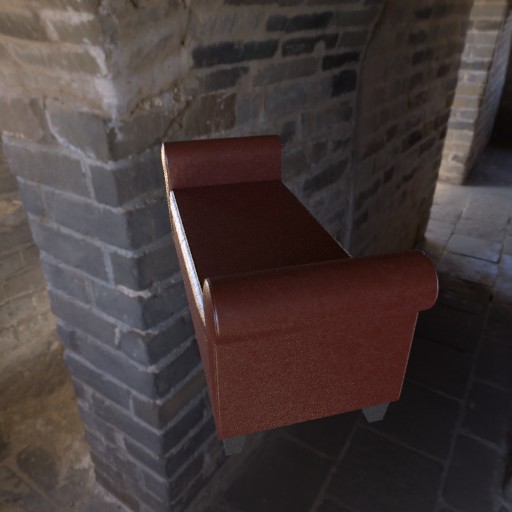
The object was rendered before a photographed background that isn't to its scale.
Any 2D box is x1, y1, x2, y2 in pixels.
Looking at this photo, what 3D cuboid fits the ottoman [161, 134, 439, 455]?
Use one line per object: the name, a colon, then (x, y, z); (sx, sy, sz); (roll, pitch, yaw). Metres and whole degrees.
ottoman: (0.000, 0.000, 1.553); (0.521, 0.547, 1.256); (-7, 30, -13)
